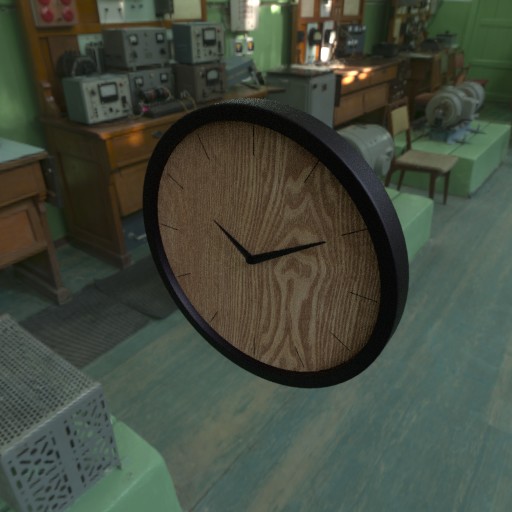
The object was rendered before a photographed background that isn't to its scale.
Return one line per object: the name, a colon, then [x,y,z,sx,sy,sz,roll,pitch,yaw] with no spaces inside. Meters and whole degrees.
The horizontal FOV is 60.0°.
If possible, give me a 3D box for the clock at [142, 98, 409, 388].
clock: [0.000,0.000,0.467,0.314,0.314,0.029,20,36,30]
